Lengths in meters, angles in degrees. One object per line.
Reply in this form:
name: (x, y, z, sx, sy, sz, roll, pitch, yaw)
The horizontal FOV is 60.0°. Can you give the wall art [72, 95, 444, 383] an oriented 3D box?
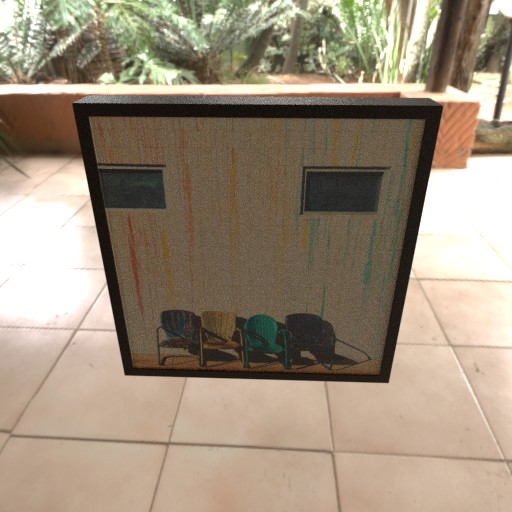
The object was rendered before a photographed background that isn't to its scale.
wall art: (0.000, 0.000, 0.451, 0.304, 0.304, 0.038, 1, 29, 2)
